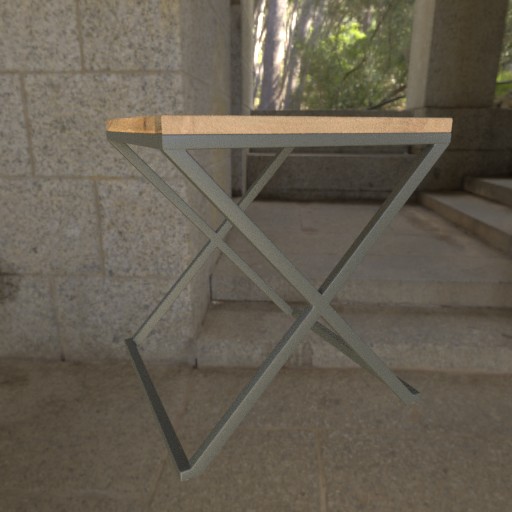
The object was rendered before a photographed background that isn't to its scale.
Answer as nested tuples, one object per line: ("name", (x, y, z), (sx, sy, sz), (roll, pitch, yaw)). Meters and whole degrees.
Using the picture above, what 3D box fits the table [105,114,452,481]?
("table", (0.000, 0.000, 0.931), (0.498, 0.550, 0.499), (-8, 18, -24))
